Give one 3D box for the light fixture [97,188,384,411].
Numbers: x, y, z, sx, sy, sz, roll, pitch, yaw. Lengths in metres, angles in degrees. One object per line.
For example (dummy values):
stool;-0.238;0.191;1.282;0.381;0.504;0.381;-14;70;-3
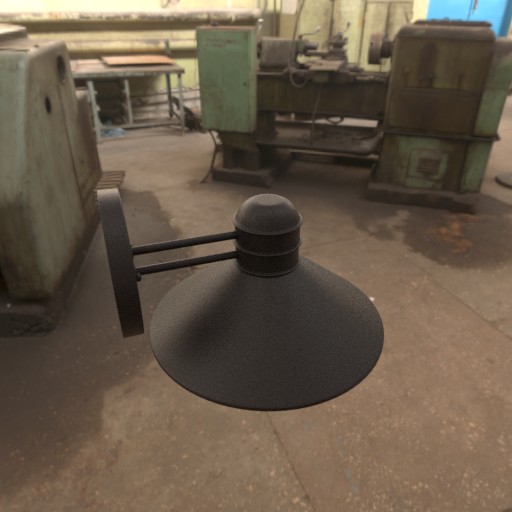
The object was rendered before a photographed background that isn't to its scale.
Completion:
light fixture;0.000;0.000;0.699;0.434;0.265;0.396;-10;32;-17
